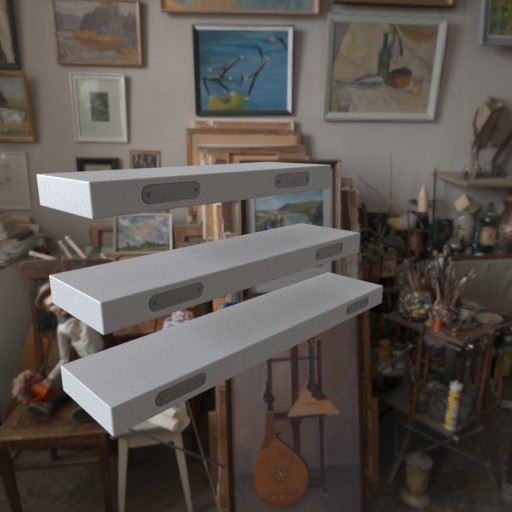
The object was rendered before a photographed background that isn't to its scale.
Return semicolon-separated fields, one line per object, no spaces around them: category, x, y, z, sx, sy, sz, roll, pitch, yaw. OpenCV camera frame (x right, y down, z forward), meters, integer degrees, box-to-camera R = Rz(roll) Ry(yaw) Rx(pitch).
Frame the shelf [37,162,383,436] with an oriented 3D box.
shelf;0.000;0.000;0.732;0.140;0.293;0.610;14;20;43
